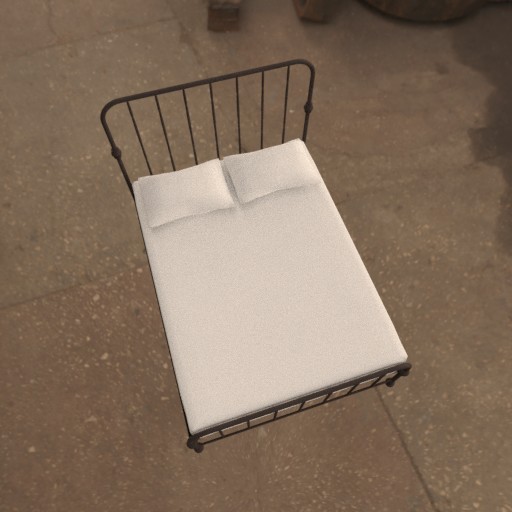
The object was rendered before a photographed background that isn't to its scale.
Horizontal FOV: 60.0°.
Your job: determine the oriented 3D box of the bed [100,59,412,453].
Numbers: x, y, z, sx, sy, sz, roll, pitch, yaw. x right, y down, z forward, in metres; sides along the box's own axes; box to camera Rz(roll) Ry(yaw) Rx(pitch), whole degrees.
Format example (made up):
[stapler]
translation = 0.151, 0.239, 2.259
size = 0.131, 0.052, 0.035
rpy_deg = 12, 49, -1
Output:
[bed]
translation = 0.000, 0.000, 3.190
size = 1.616, 1.446, 2.134
rpy_deg = -16, 63, -8
